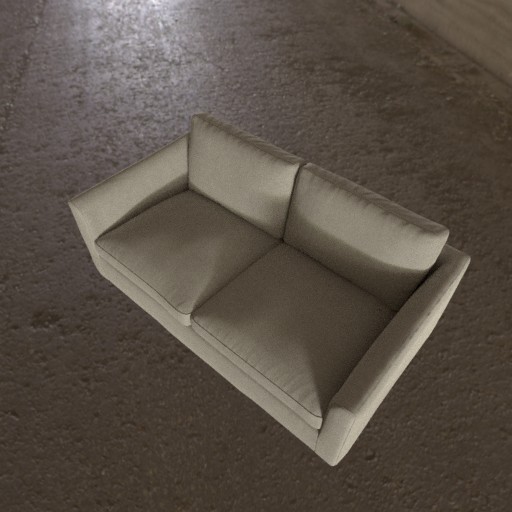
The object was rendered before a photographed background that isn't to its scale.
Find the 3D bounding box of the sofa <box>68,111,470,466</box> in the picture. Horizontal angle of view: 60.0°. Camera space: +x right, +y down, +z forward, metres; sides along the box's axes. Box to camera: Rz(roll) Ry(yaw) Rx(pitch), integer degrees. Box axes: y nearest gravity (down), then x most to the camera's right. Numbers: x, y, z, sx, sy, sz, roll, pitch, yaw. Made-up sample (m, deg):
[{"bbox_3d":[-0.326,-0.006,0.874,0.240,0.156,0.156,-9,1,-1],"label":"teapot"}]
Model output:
[{"bbox_3d":[0.000,0.000,2.495,1.905,0.839,1.091,32,55,27],"label":"sofa"}]
